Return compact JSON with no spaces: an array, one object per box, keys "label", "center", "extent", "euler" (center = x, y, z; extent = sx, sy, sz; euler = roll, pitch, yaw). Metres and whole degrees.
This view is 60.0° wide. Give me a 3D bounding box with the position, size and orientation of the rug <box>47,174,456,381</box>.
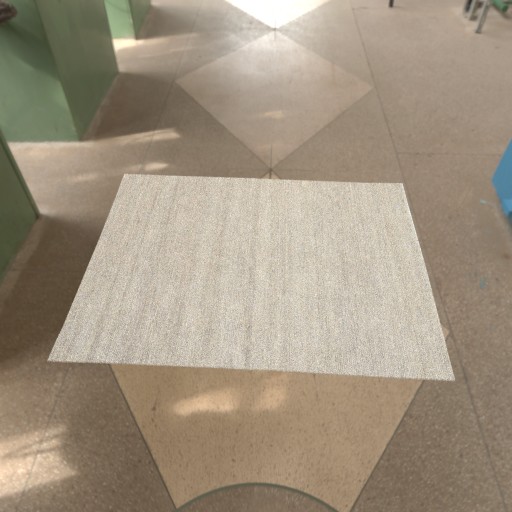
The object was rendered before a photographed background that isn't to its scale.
[{"label":"rug","center":[0.000,0.000,4.823],"extent":[3.626,0.051,2.757],"euler":[2,47,2]}]
